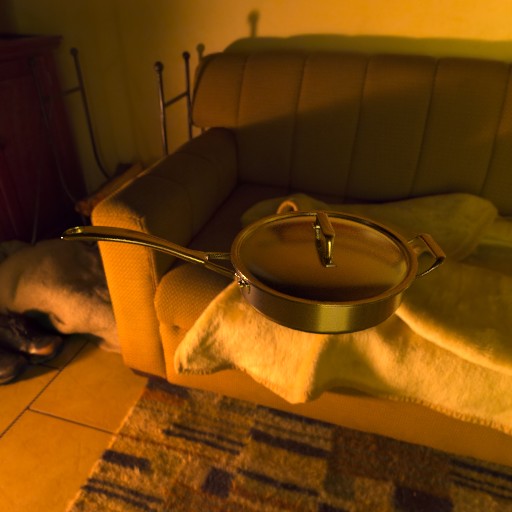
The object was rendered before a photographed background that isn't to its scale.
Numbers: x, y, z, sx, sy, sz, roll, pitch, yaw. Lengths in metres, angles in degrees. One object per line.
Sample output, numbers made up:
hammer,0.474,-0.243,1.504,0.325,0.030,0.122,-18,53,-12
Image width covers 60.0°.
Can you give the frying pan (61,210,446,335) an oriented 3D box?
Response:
frying pan,0.000,0.000,0.677,0.561,0.114,0.280,-2,31,-3
